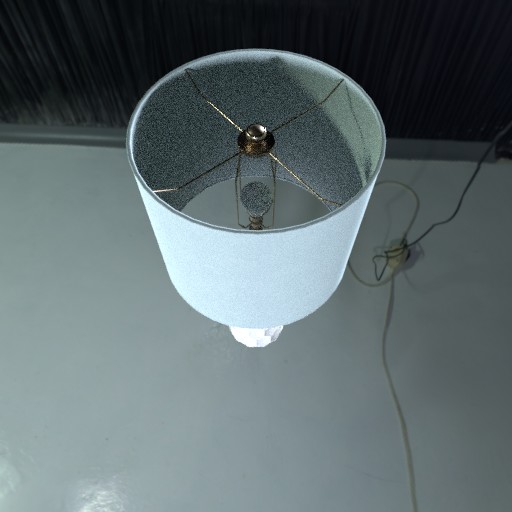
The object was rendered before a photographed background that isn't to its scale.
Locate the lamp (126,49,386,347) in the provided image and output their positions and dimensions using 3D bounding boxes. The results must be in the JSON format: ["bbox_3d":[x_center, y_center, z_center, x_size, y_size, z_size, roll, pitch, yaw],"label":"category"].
[{"bbox_3d":[0.000,0.000,0.705,0.277,0.534,0.277,-1,59,-1],"label":"lamp"}]
